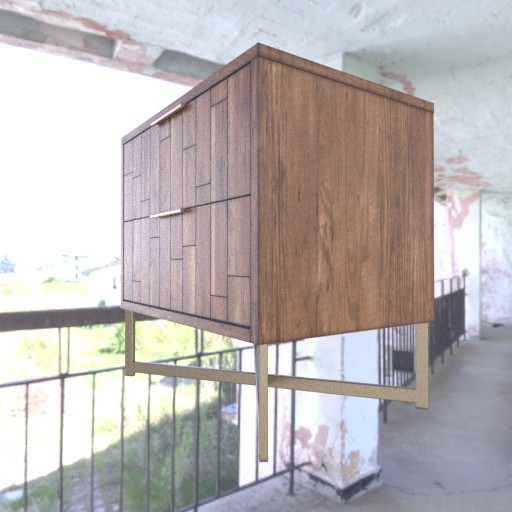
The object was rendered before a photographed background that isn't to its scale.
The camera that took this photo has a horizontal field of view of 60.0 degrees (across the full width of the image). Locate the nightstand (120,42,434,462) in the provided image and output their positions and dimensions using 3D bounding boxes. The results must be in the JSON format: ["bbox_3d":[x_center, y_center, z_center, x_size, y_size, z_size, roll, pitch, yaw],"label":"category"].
[{"bbox_3d":[0.000,0.000,1.006,0.446,0.610,0.610,0,-1,-35],"label":"nightstand"}]
